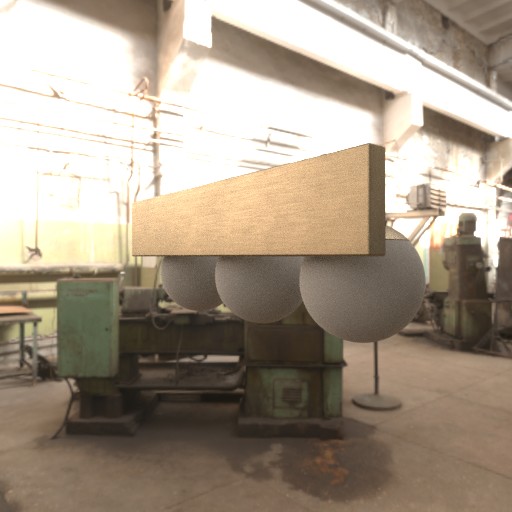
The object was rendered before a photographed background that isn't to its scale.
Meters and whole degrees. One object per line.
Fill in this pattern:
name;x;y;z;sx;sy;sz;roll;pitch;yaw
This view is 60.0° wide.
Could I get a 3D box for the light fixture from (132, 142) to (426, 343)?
light fixture;0.000;0.000;0.865;0.218;0.263;0.721;0;0;-37
